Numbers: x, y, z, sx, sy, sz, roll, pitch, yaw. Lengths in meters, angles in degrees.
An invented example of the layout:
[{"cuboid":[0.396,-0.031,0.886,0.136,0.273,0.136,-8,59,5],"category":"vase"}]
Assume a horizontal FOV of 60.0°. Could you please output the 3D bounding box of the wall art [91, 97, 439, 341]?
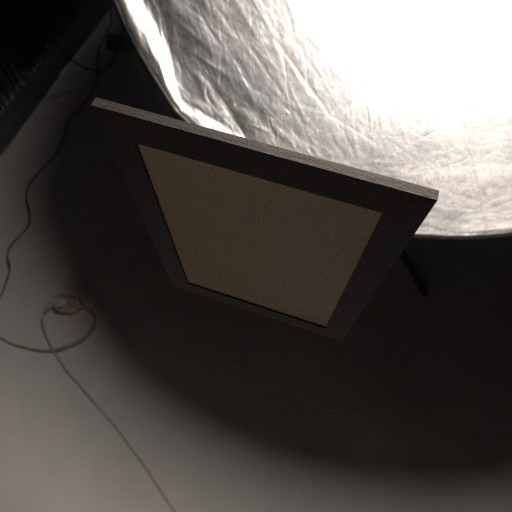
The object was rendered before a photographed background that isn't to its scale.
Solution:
[{"cuboid":[0.000,0.000,0.666,0.359,0.508,0.013,17,66,8],"category":"wall art"}]
